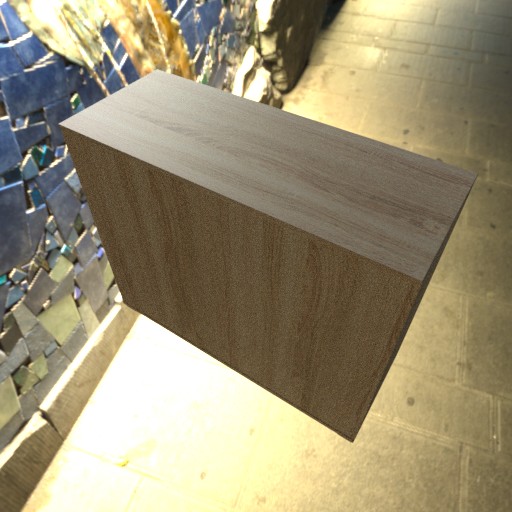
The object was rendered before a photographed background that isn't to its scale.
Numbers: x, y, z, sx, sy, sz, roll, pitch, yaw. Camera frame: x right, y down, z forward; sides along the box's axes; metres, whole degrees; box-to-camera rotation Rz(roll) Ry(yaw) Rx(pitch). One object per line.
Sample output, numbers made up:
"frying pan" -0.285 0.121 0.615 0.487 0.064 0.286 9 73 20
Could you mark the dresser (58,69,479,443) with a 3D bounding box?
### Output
"dresser" 0.000 0.000 1.559 1.100 0.900 0.450 26 52 22
